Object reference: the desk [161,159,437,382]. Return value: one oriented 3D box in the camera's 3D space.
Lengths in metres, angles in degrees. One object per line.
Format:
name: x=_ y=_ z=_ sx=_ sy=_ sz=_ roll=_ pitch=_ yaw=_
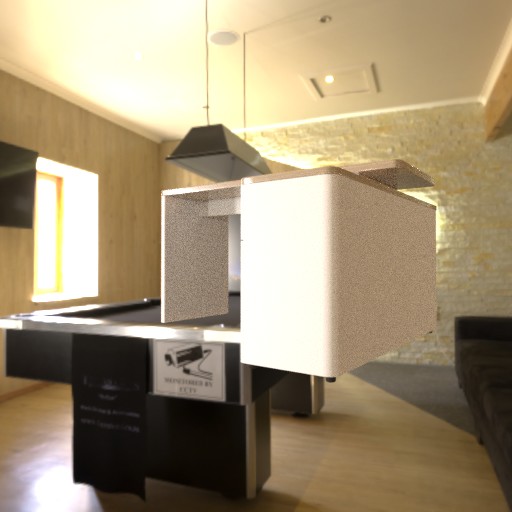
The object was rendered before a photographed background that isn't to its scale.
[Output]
desk: x=0.000 y=0.000 z=2.165 sx=1.400 sy=0.770 sz=1.175 roll=0 pitch=-1 yaw=36
